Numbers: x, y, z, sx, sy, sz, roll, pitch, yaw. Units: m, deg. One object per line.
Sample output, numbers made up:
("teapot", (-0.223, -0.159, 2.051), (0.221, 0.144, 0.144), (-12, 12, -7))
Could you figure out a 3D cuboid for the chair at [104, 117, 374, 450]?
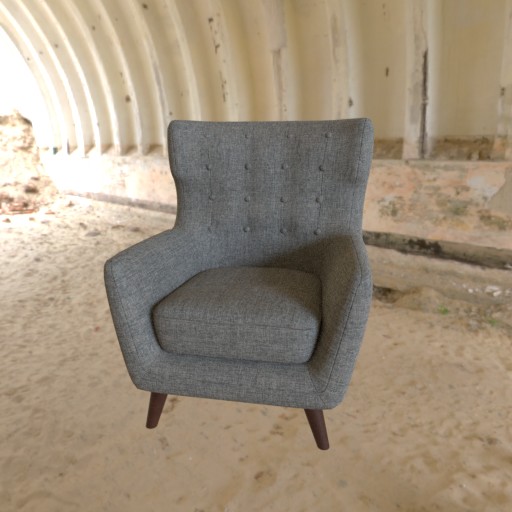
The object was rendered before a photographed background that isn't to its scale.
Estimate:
("chair", (0.000, 0.000, 1.746), (0.878, 1.063, 0.904), (3, 14, 10))
